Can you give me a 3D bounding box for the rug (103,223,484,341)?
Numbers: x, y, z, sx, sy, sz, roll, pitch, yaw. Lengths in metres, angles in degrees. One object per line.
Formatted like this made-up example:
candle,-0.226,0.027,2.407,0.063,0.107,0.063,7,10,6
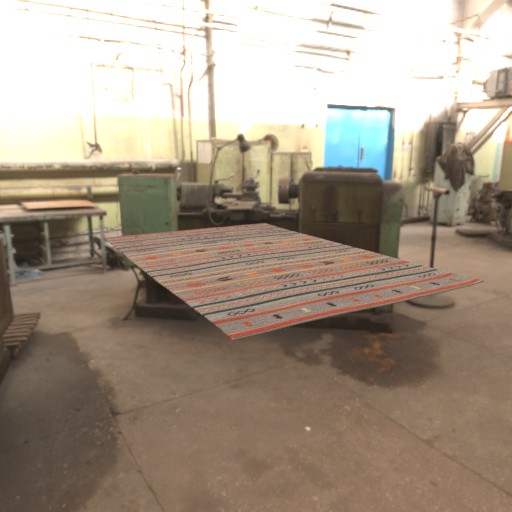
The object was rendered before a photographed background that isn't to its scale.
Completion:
rug,0.000,0.000,2.385,1.220,0.017,1.835,-8,15,-29
